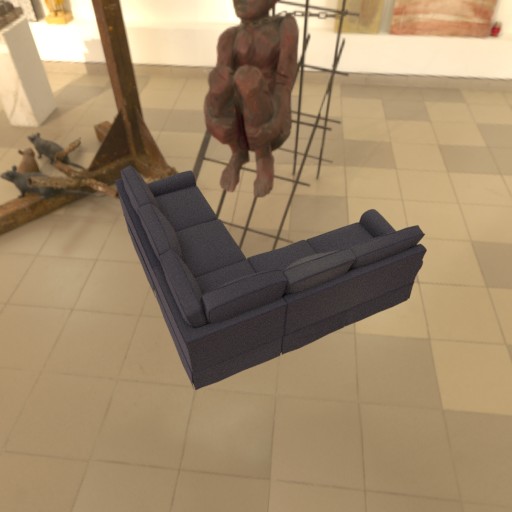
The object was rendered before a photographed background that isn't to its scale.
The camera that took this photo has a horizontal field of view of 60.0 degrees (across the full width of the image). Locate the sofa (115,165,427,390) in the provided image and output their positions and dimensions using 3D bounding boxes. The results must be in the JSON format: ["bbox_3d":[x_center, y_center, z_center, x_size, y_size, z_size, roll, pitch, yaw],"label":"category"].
[{"bbox_3d":[0.000,0.000,5.102,3.773,1.169,2.874,4,46,4],"label":"sofa"}]
